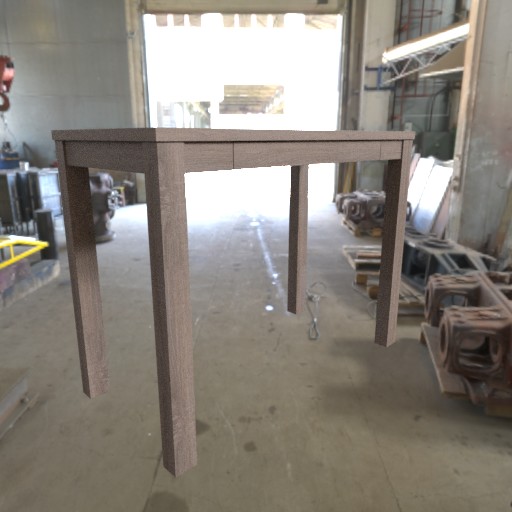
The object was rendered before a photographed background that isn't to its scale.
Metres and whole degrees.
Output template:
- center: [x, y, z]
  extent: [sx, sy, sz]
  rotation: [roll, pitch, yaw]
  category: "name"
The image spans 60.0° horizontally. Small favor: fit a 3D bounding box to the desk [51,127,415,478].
- center: [0.000, 0.000, 1.403]
  extent: [0.991, 0.762, 0.495]
  rotation: [-14, 21, -42]
  category: "desk"
